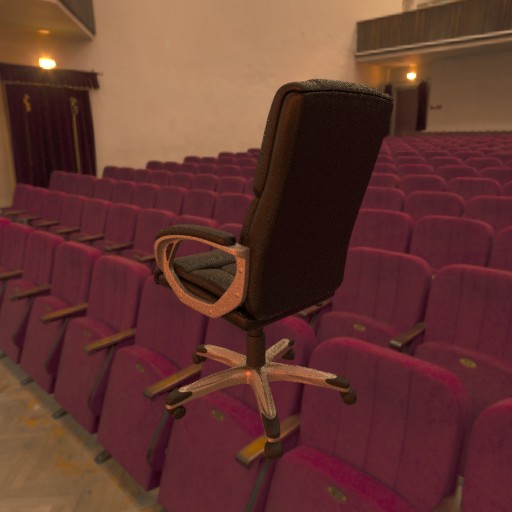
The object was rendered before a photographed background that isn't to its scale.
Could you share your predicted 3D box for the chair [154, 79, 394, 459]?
[{"bbox_3d":[0.000,0.000,1.627,0.780,1.145,0.700,14,21,43],"label":"chair"}]
